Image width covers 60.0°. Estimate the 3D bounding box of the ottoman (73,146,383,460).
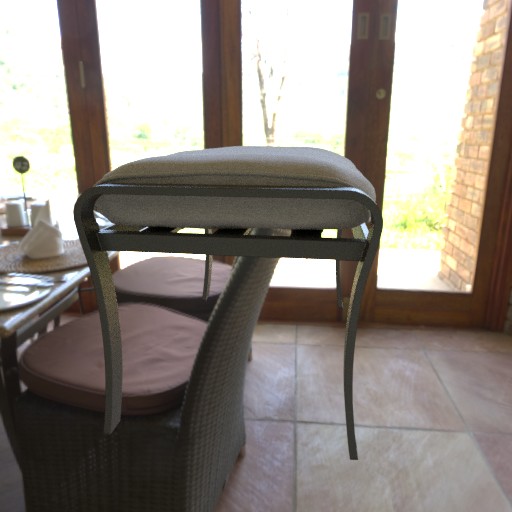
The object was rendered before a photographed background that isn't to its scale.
[{"bbox_3d":[0.000,0.000,0.892,0.406,0.422,0.610,2,16,8],"label":"ottoman"}]
